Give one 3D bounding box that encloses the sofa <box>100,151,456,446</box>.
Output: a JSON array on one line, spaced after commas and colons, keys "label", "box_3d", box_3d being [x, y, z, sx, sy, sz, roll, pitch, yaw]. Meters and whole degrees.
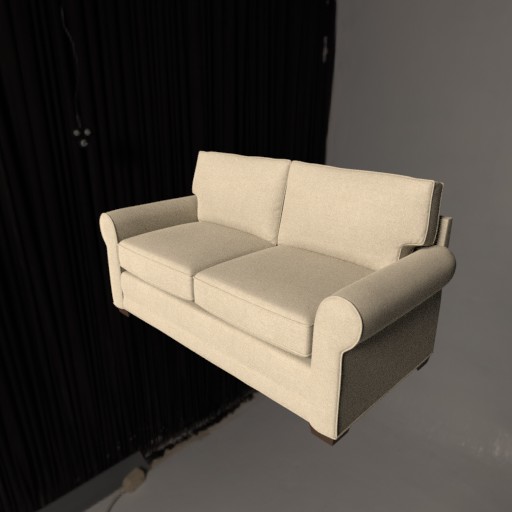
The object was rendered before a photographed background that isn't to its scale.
[{"label": "sofa", "box_3d": [0.000, 0.000, 2.304, 1.774, 0.933, 0.861, 18, 27, 42]}]
